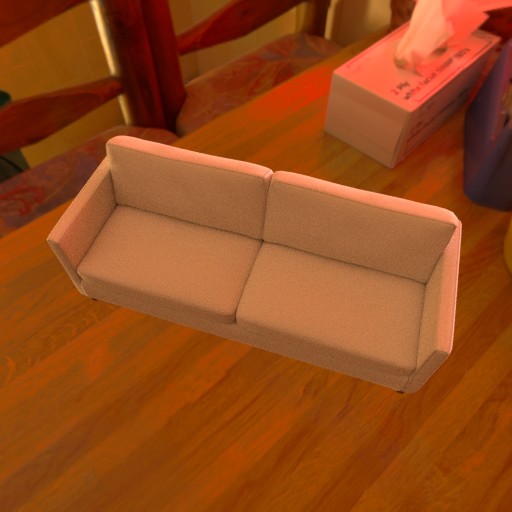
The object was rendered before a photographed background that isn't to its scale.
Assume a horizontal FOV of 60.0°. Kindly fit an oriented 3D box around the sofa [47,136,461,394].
[{"bbox_3d":[0.000,0.000,2.878,2.361,0.962,0.951,15,57,10],"label":"sofa"}]
